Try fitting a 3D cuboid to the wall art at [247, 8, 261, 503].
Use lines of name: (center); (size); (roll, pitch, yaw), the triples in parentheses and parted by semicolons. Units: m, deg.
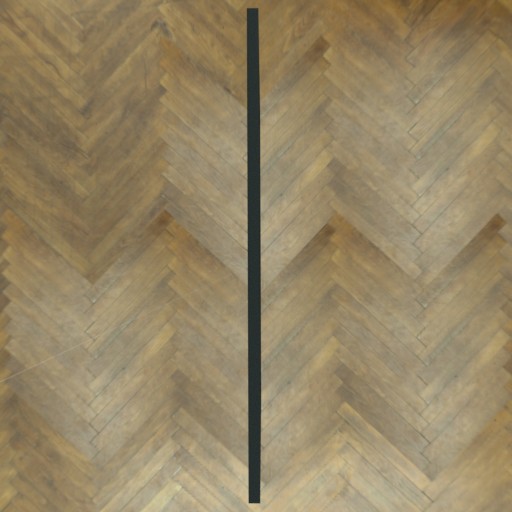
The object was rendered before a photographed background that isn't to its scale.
wall art: (0.000, 0.000, 1.186); (0.026, 0.656, 0.958); (0, 90, 1)
